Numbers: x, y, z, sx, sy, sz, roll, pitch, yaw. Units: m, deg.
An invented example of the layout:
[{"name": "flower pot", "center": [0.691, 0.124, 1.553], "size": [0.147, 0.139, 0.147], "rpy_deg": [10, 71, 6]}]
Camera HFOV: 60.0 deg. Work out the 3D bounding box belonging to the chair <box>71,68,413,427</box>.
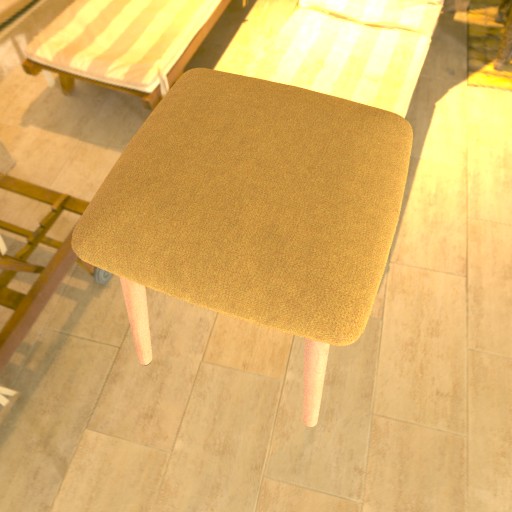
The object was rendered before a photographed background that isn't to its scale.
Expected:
[{"name": "chair", "center": [0.000, 0.000, 0.694], "size": [0.350, 0.440, 0.350], "rpy_deg": [17, 60, 10]}]
